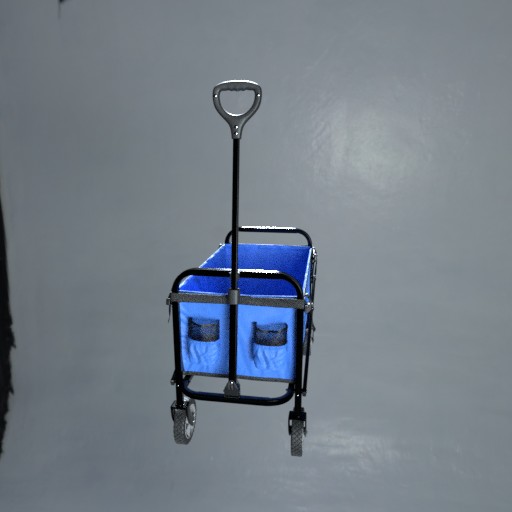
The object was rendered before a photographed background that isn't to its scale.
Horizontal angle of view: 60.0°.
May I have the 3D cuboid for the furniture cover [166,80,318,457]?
[{"bbox_3d":[0.000,0.000,1.879,0.532,1.295,1.038,2,14,9],"label":"furniture cover"}]
